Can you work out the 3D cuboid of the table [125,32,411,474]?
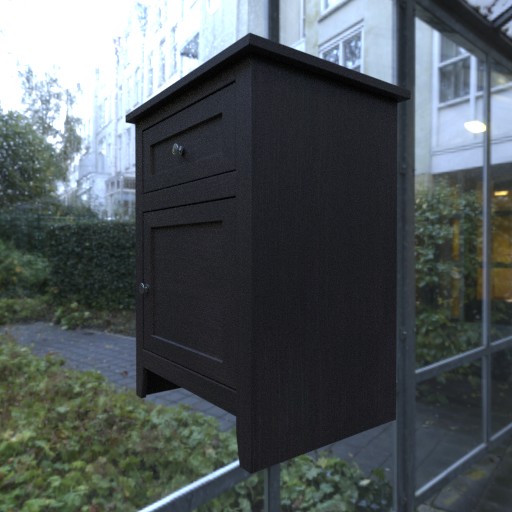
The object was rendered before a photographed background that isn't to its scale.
[{"bbox_3d":[0.000,0.000,0.930,0.381,0.635,0.480,-1,1,-37],"label":"table"}]
